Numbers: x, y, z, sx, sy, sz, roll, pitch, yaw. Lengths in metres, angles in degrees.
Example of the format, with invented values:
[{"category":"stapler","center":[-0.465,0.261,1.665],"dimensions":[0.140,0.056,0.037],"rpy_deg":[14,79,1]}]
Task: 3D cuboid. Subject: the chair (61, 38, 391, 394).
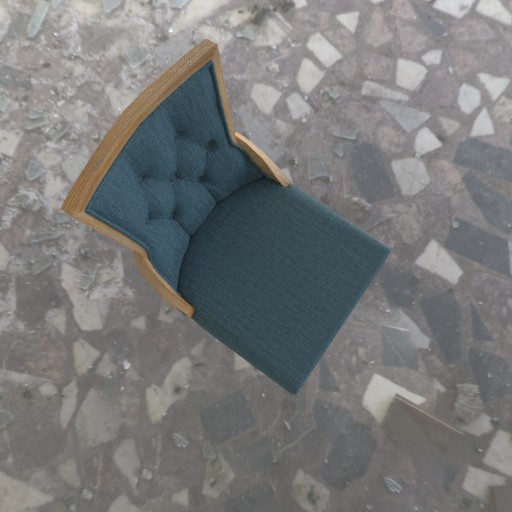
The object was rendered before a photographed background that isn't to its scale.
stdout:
[{"category":"chair","center":[0.000,0.000,1.291],"dimensions":[0.641,0.947,0.524],"rpy_deg":[35,79,8]}]
